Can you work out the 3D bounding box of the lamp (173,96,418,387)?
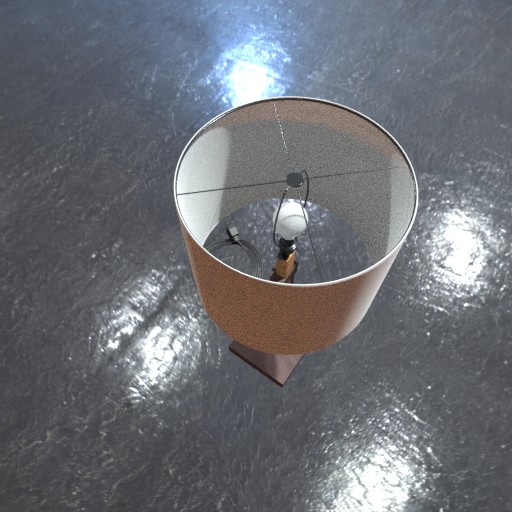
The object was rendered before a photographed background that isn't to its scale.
[{"bbox_3d":[0.000,0.000,0.969,0.525,0.668,0.396,32,64,17],"label":"lamp"}]
